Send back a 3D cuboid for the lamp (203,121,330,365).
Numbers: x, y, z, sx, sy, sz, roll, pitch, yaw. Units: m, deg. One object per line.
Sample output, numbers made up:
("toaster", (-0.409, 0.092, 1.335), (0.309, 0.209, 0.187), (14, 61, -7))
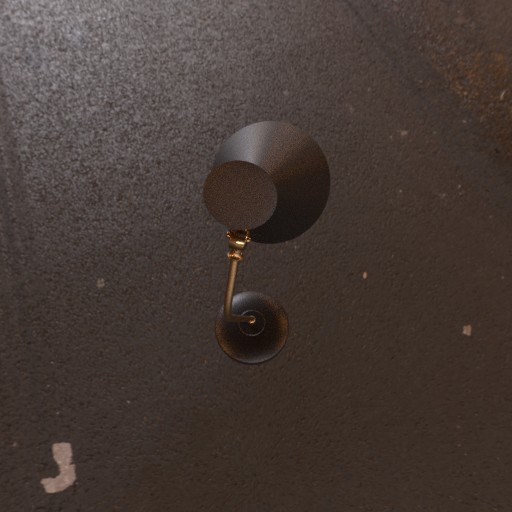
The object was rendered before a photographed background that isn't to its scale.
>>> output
("lamp", (0.000, 0.000, 0.773), (0.189, 0.647, 0.292), (16, 65, 8))
